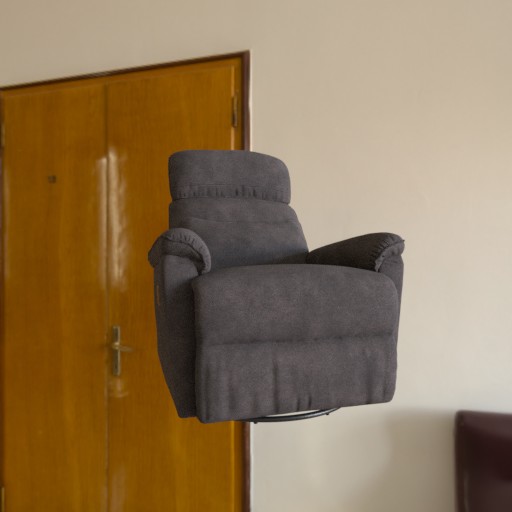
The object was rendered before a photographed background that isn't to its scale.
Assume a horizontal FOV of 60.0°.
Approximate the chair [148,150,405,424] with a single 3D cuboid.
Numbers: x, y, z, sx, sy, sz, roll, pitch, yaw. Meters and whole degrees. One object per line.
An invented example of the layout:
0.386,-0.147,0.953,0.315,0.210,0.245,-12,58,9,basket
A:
0.000,0.000,1.761,0.830,1.035,1.009,0,0,-18,chair
